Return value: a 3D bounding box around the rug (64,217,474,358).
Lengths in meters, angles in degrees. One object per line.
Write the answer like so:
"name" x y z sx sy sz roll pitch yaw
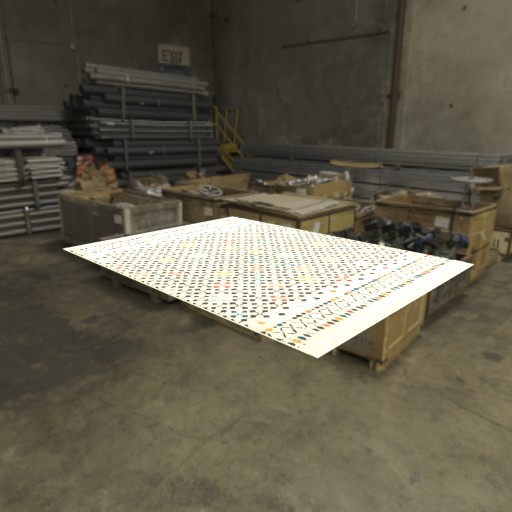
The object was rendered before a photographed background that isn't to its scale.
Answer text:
"rug" 0.000 0.000 2.073 1.556 0.006 1.146 15 22 42
